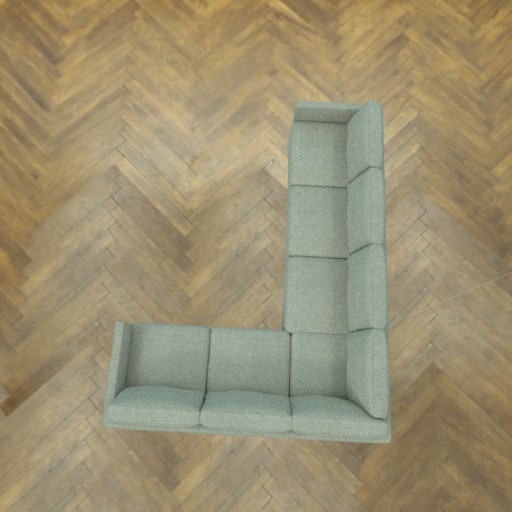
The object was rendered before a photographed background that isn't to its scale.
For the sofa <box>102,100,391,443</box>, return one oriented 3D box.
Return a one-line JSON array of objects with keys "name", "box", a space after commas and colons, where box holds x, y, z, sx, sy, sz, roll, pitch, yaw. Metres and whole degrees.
[{"name": "sofa", "box": [0.000, 0.000, 4.437, 2.522, 0.934, 3.333, 3, 74, 1]}]
